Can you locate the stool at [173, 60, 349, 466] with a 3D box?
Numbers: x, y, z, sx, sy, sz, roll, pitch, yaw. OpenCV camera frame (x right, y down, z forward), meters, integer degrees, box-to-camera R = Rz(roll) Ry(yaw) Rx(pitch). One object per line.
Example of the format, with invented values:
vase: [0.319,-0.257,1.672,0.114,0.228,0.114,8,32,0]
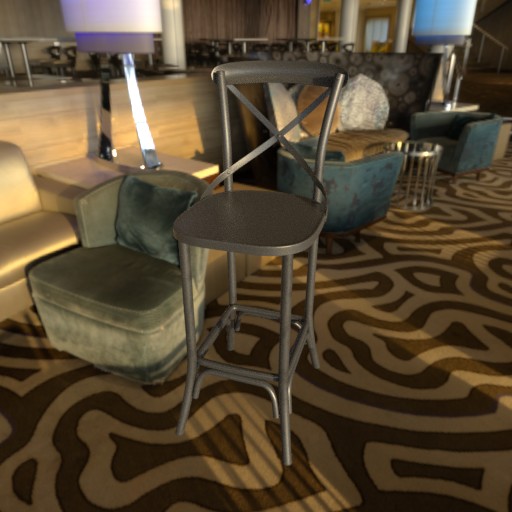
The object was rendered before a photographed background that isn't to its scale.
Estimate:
stool: [0.000,0.000,1.473,0.457,1.168,0.584,8,27,16]
